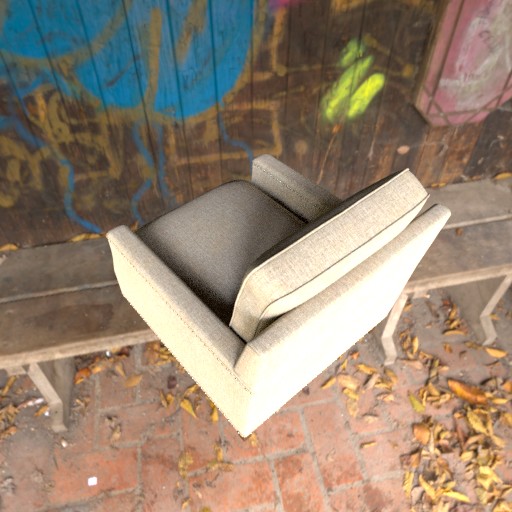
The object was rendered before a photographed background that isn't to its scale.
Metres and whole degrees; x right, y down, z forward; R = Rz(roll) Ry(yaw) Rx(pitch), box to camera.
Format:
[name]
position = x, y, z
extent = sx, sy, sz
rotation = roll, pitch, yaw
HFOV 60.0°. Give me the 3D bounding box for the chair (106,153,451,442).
[chair]
position = 0.000, 0.000, 1.773
extent = 0.853, 0.943, 1.014
rotation = -32, 54, -27
